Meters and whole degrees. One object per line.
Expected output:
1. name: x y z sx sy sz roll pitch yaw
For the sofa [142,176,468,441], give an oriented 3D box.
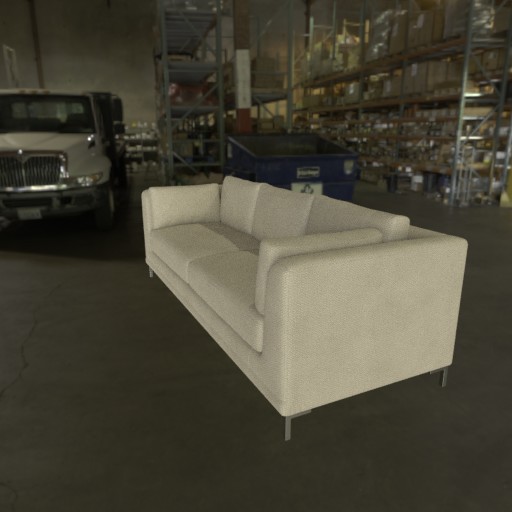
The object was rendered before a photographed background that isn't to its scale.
1. sofa: 0.000 0.000 2.929 0.969 0.867 2.415 -8 18 -25
